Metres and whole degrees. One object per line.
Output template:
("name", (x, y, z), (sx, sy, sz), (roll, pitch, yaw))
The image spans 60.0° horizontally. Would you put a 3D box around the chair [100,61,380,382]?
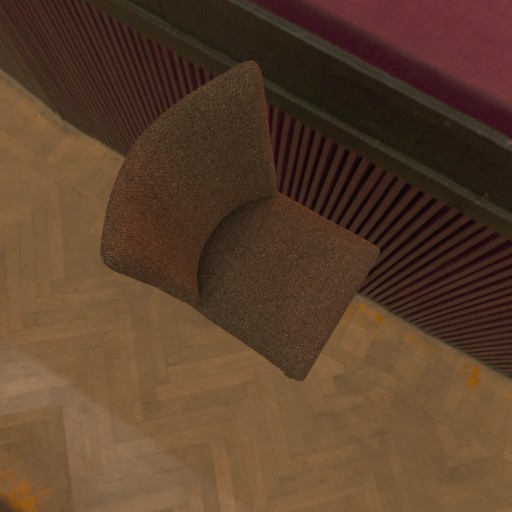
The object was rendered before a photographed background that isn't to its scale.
("chair", (0.000, 0.000, 1.318), (0.623, 0.924, 0.535), (32, 78, 8))
